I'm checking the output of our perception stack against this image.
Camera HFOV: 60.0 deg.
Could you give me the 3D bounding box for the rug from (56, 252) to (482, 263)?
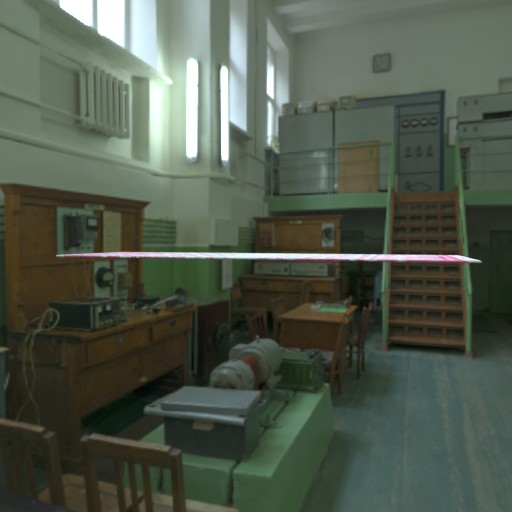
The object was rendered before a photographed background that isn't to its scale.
[{"bbox_3d":[0.000,0.000,2.805,2.458,0.011,0.787,1,2,18],"label":"rug"}]
